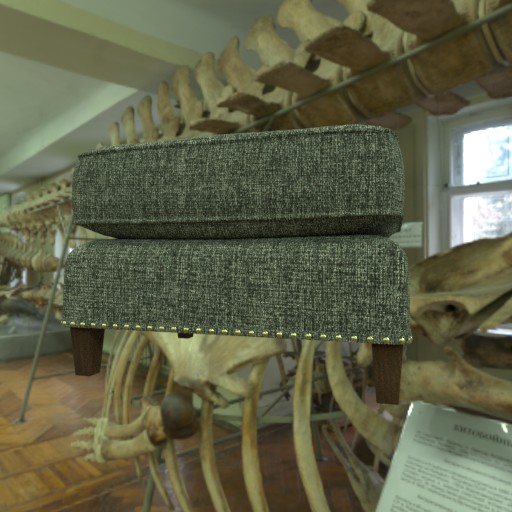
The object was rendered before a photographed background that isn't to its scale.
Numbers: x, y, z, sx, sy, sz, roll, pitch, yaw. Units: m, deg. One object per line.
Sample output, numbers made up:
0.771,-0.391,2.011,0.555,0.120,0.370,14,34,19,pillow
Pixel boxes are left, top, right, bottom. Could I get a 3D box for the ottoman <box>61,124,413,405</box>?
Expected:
0.000,0.000,1.136,0.738,0.537,0.589,0,-1,17,ottoman
